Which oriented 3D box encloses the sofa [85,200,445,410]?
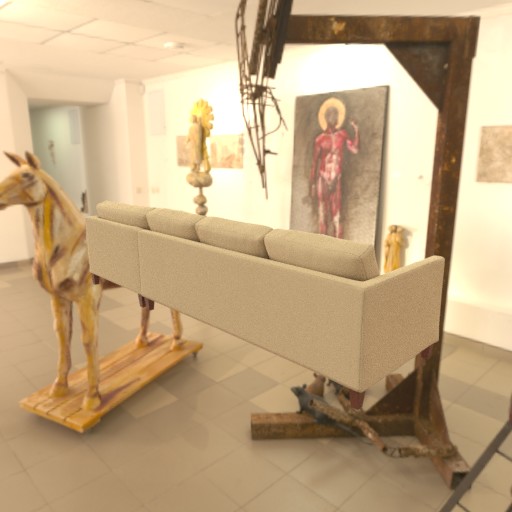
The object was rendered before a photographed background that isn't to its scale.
[{"bbox_3d":[0.000,0.000,3.847,1.625,0.861,3.186,-13,19,-43],"label":"sofa"}]
